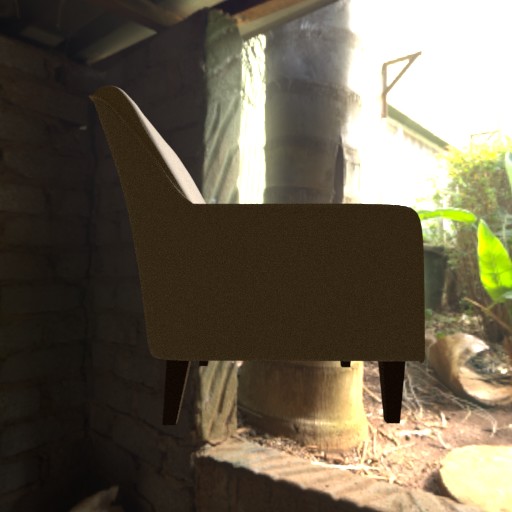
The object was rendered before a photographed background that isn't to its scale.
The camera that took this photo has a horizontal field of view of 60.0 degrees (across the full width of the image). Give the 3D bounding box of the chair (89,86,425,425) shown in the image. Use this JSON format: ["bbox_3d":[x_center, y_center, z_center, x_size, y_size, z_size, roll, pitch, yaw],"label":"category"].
[{"bbox_3d":[0.000,0.000,1.554,0.899,0.919,0.780,0,-1,1],"label":"chair"}]
